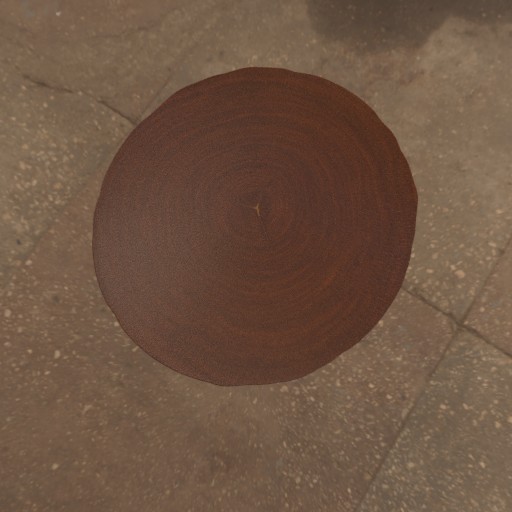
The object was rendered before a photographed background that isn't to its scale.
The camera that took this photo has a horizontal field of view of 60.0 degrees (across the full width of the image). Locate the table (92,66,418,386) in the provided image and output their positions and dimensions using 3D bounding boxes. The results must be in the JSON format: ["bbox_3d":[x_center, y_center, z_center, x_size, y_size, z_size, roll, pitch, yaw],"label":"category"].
[{"bbox_3d":[0.000,0.000,0.752,0.380,0.450,0.410,35,79,8],"label":"table"}]
